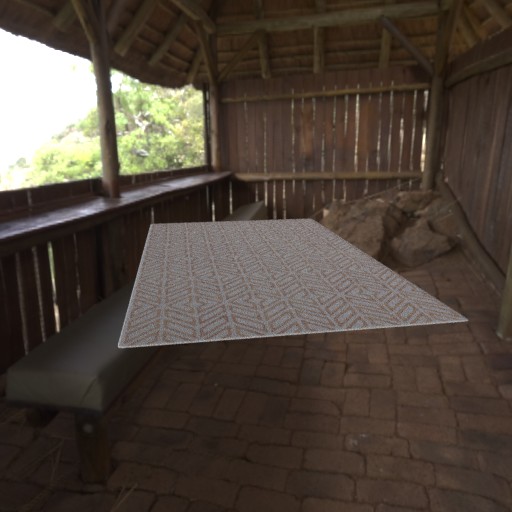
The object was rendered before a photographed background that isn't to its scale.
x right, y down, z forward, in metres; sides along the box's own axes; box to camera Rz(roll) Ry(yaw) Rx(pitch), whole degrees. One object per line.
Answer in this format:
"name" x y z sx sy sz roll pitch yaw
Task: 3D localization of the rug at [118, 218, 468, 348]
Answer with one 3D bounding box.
"rug" 0.000 0.000 3.012 1.523 0.008 2.438 -3 16 -9
